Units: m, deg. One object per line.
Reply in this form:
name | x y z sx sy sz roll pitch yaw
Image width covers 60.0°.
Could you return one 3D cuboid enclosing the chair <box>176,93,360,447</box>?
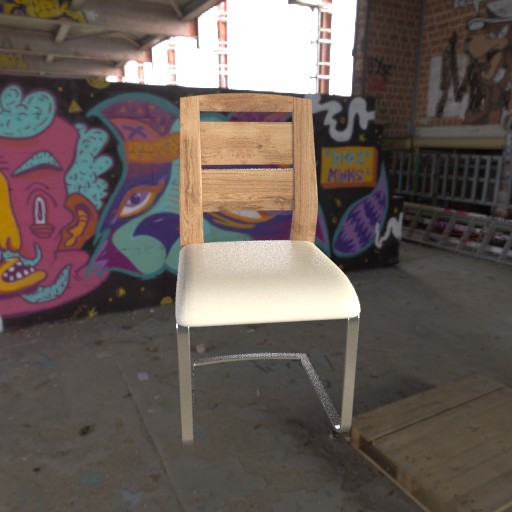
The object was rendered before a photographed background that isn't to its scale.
chair | 0.000 0.000 1.309 0.457 0.955 0.561 -2 14 -8
